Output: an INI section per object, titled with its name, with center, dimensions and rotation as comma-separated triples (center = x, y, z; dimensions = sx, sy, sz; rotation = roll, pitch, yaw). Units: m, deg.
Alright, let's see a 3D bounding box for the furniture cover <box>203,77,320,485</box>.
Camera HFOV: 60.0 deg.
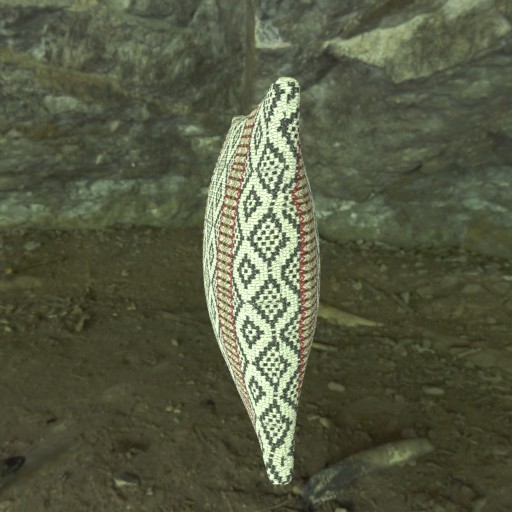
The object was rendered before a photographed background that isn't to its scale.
[furniture cover]
center = 0.000, 0.000, 0.764
dimensions = 0.182, 0.506, 0.503
rotation = -2, 13, -7
